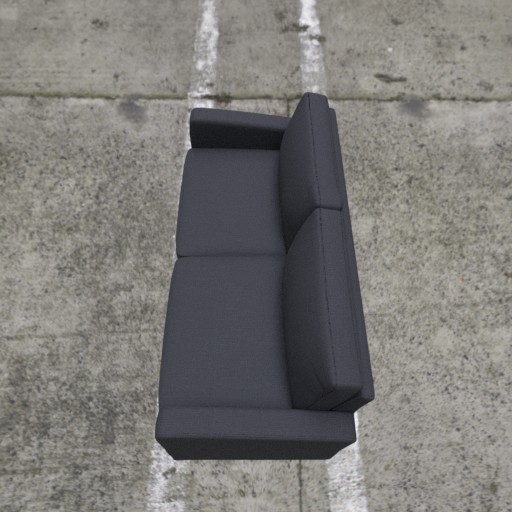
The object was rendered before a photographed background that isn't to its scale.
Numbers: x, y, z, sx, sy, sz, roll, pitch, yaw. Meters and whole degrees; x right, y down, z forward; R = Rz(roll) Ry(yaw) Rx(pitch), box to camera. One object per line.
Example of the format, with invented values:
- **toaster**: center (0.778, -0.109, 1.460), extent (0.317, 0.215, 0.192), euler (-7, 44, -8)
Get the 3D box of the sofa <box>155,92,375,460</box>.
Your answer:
- **sofa**: center (0.000, 0.000, 2.316), extent (0.898, 0.839, 1.852), euler (0, 58, 0)
